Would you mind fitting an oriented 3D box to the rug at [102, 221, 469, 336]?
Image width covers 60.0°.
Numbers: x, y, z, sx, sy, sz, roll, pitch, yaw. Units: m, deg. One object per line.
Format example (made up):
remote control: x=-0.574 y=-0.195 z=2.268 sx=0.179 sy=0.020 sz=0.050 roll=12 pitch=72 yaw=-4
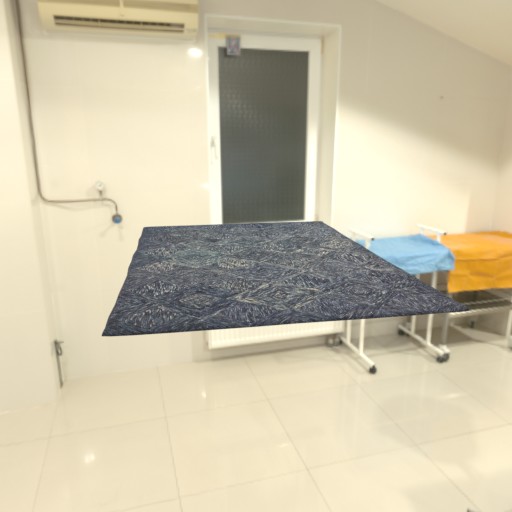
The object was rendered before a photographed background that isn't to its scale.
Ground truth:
rug: x=0.000 y=0.000 z=4.313 sx=2.385 sy=0.024 sz=3.245 roll=-3 pitch=15 yaw=-9
